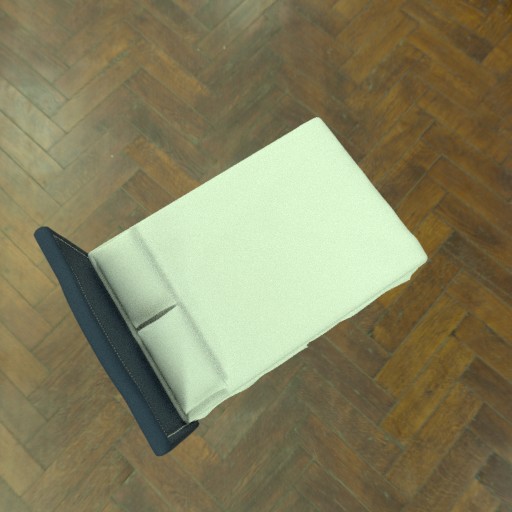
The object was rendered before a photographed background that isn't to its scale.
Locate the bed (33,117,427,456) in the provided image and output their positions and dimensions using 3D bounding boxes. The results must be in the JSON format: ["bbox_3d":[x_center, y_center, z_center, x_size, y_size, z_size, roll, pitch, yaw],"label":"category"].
[{"bbox_3d":[0.000,0.000,3.564,2.507,1.441,1.741,-32,78,-8],"label":"bed"}]
